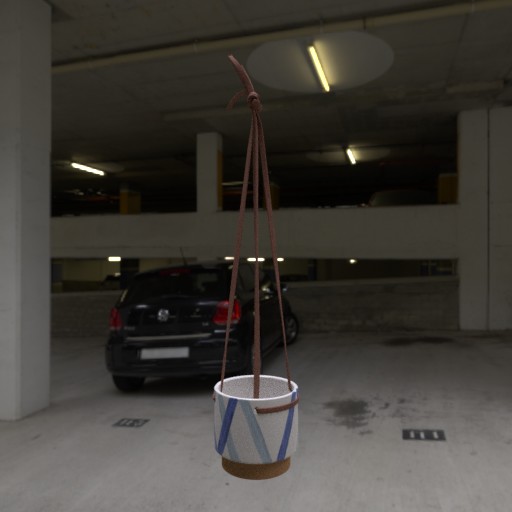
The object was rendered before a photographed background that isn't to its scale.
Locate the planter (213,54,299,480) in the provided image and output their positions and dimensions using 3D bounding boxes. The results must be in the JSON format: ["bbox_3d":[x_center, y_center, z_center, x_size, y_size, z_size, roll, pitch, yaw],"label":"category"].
[{"bbox_3d":[0.000,0.000,0.807,0.157,0.753,0.153,0,0,17],"label":"planter"}]
